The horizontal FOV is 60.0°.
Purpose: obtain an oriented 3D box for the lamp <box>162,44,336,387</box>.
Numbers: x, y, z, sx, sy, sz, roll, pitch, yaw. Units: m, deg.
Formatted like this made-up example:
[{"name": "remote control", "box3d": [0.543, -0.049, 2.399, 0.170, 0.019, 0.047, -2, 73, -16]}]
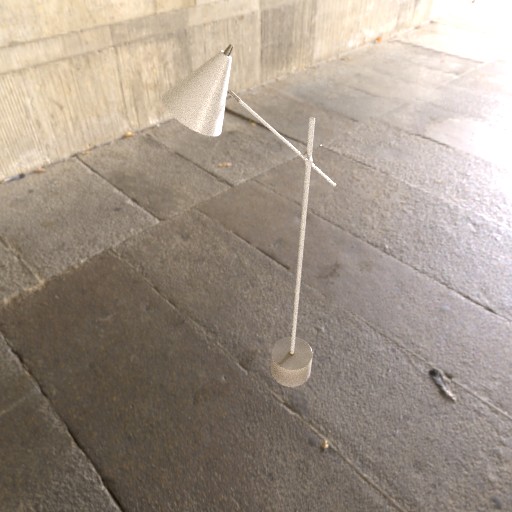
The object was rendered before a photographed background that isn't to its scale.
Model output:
[{"name": "lamp", "box3d": [0.000, 0.000, 1.592, 0.508, 1.430, 0.223, 1, 41, 1]}]
